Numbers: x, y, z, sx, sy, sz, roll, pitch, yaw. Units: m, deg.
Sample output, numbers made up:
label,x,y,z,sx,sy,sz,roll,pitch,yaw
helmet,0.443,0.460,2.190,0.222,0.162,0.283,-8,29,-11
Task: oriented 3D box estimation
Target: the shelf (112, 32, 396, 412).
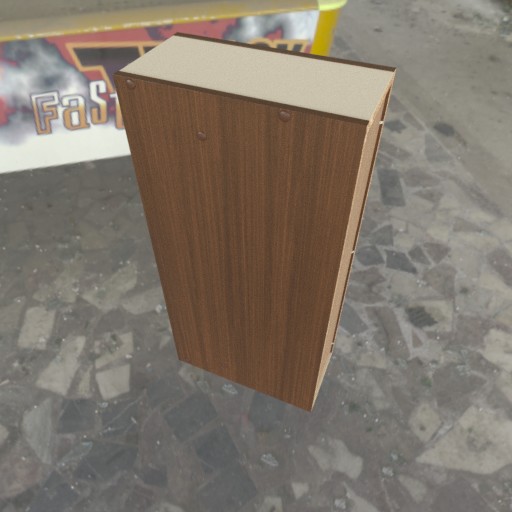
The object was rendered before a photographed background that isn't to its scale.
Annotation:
label,x,y,z,sx,sy,sz,roll,pitch,yaw
shelf,0.000,0.000,0.717,0.290,0.600,0.147,17,48,16
